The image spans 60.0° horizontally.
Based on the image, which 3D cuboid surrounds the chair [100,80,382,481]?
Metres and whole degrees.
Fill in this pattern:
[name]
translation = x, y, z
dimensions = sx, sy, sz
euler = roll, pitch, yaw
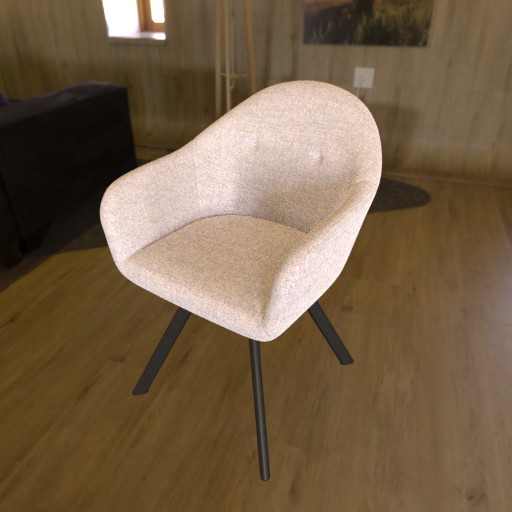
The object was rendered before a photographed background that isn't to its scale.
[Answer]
[chair]
translation = 0.000, 0.000, 1.136
dimensions = 0.540, 0.780, 0.570
euler = 20, 36, 30
